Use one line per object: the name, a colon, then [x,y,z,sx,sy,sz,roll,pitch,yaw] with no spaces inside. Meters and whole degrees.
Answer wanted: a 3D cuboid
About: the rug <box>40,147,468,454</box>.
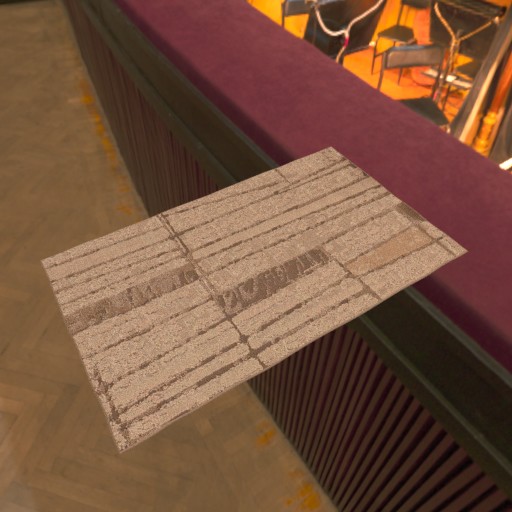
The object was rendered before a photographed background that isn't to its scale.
rug: [0.000,0.000,1.040,0.867,0.007,0.515,-25,52,-21]
